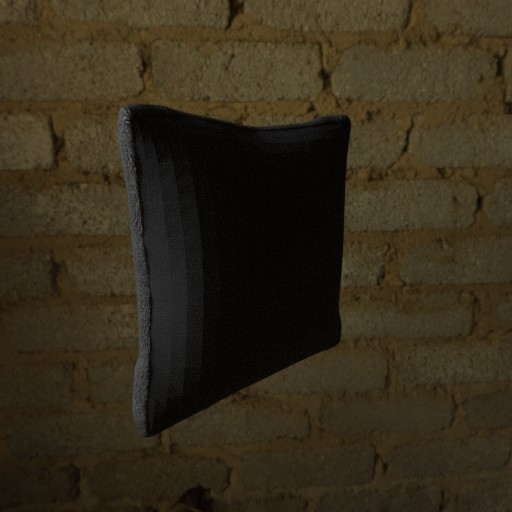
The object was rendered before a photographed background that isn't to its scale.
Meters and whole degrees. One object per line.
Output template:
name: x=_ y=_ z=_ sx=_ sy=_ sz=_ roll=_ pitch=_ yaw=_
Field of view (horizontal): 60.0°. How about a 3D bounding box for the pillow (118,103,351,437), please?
pillow: x=0.000 y=0.000 z=0.824 sx=0.533 sy=0.523 sz=0.210 roll=-13 pitch=19 yaw=-42
